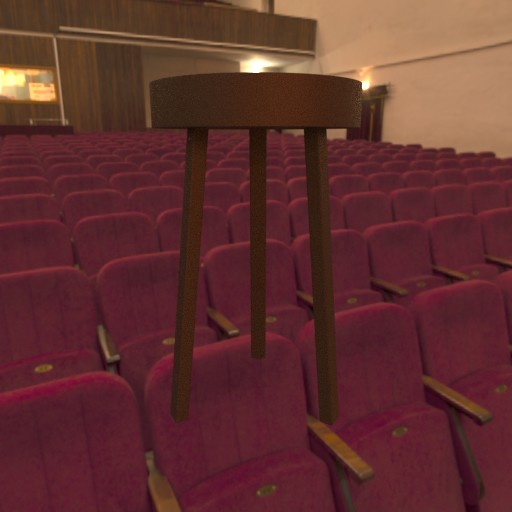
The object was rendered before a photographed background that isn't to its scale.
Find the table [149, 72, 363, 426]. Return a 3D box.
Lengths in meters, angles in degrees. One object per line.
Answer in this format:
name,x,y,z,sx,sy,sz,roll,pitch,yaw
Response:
table,0.000,0.000,0.955,0.406,0.686,0.406,-8,17,-26
